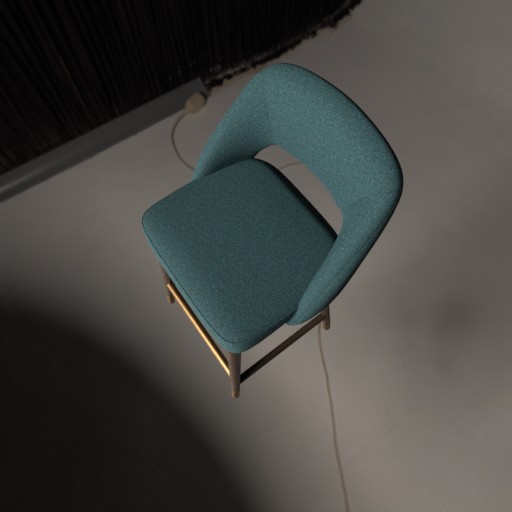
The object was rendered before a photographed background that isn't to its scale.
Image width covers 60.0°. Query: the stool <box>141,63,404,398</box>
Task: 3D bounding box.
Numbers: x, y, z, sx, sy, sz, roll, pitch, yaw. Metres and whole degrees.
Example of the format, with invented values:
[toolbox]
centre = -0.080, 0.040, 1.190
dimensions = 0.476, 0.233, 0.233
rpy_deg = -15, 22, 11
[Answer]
[stool]
centre = 0.000, 0.000, 1.300
dimensions = 0.522, 0.939, 0.536
rpy_deg = -33, 69, -15
